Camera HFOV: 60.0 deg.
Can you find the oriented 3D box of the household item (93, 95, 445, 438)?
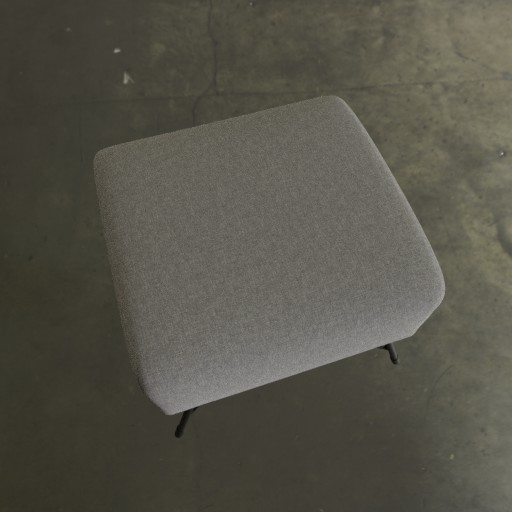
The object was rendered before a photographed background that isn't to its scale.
[{"bbox_3d":[0.000,0.000,0.917,0.530,0.410,0.530,-16,64,-8],"label":"household item"}]
